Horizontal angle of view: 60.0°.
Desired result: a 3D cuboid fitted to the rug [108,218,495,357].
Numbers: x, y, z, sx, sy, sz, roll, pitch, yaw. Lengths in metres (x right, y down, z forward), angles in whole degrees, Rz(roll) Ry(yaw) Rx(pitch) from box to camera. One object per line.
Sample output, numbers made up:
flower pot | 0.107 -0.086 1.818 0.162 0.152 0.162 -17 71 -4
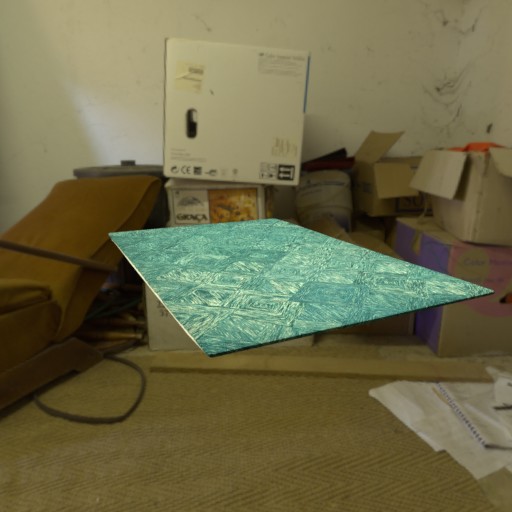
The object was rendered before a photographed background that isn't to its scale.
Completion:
rug | 0.000 0.000 2.145 1.136 0.017 1.728 -7 17 -25
